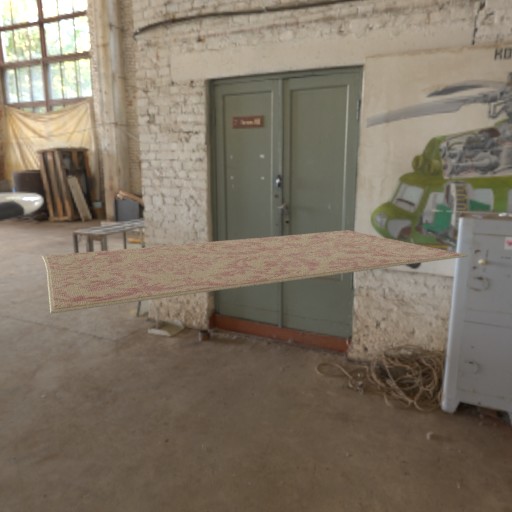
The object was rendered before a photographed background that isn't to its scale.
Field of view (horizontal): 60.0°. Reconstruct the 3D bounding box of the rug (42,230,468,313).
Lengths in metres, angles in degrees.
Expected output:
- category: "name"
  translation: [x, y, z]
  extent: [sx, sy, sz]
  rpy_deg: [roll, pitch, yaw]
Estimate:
- category: "rug"
  translation: [0.000, 0.000, 1.411]
  extent: [1.219, 0.007, 0.604]
  rpy_deg: [-6, 13, -26]
